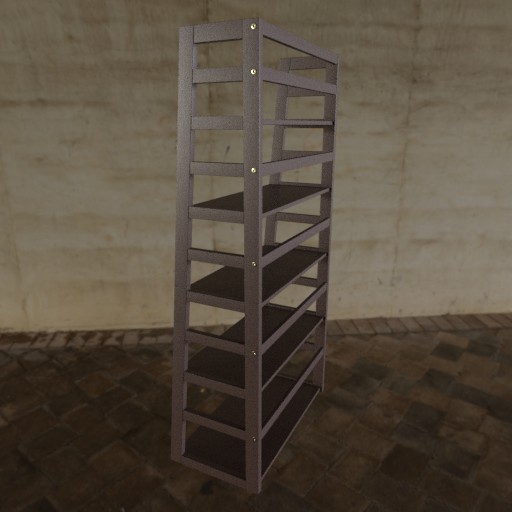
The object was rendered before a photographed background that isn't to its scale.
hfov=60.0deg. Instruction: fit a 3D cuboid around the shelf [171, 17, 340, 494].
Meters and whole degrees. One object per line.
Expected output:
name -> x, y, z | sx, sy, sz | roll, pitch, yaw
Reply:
shelf -> 0.000, 0.000, 1.836 | 0.403, 1.600, 0.763 | 8, 18, 26
